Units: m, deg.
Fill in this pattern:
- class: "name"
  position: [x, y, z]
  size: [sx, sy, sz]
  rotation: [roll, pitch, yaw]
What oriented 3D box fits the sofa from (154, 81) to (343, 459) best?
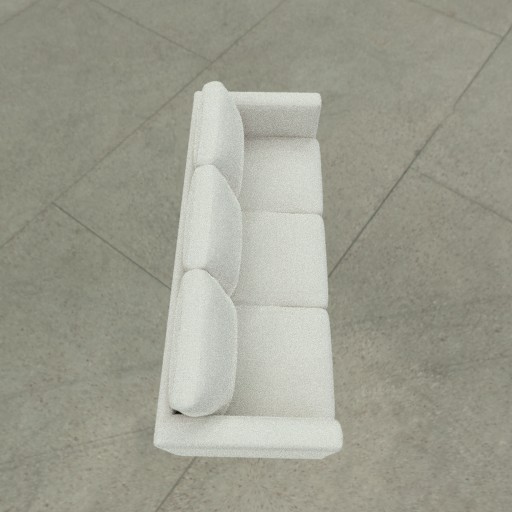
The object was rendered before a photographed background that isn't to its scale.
- class: "sofa"
  position: [0.000, 0.000, 2.477]
  size: [0.802, 0.912, 2.029]
  rotation: [1, 63, 1]
